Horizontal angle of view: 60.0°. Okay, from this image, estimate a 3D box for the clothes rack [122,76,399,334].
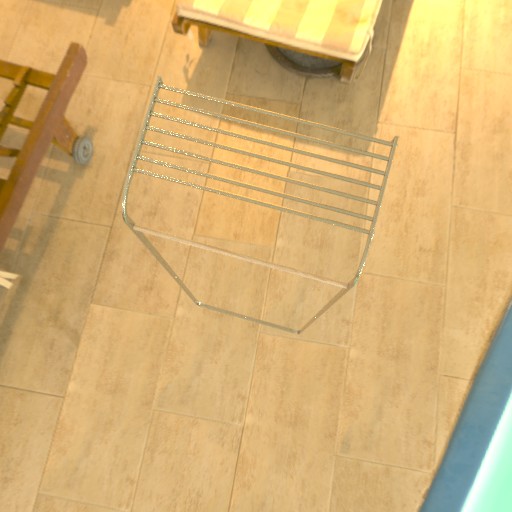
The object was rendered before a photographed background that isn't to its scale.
[{"bbox_3d":[0.000,0.000,1.786,0.609,1.574,0.349,15,76,4],"label":"clothes rack"}]
